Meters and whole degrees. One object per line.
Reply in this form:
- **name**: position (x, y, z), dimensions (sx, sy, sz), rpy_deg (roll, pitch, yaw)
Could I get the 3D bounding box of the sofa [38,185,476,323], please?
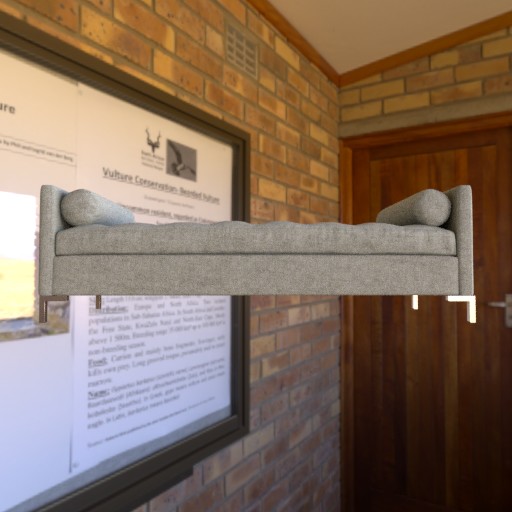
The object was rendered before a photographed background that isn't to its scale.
- **sofa**: position (0.000, 0.000, 2.489), dimensions (2.102, 0.657, 0.797), rpy_deg (0, -2, 0)
